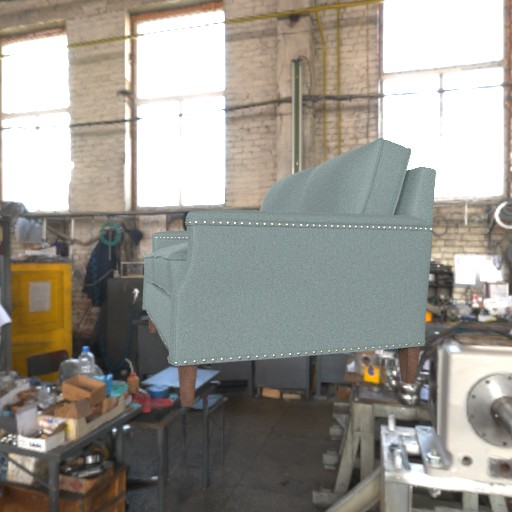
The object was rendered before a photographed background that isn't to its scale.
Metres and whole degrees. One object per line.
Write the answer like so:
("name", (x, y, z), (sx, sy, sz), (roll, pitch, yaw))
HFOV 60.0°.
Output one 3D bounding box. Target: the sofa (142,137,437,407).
("sofa", (0.000, 0.000, 2.337), (1.084, 1.003, 1.597), (0, 0, -18))
